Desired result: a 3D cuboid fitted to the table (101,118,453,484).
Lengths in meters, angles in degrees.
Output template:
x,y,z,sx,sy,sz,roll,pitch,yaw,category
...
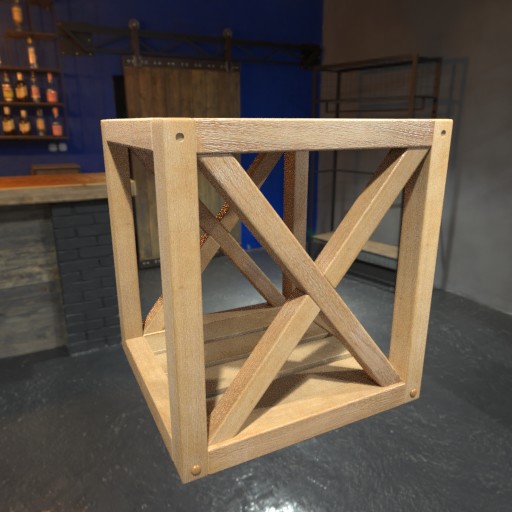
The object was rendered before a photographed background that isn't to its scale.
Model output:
x,y,z,sx,sy,sz,roll,pitch,yaw,category
0.000,0.000,1.034,0.559,0.610,0.558,-8,19,-26,table
